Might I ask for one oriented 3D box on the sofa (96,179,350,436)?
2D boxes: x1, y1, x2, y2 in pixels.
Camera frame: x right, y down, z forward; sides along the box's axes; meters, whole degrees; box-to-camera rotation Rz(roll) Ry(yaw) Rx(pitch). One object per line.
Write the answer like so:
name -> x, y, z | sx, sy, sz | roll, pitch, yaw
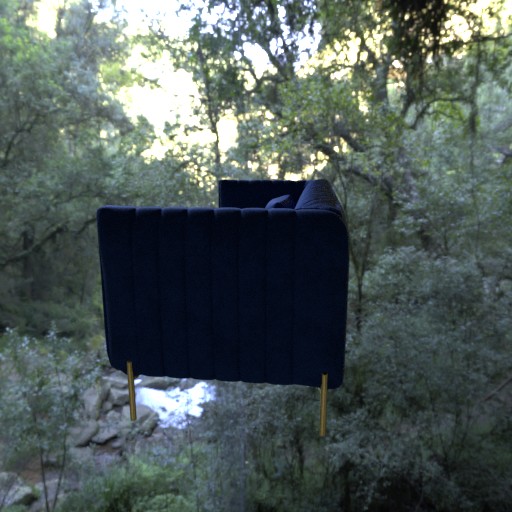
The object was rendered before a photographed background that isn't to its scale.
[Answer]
sofa -> 0.000, 0.000, 2.516 | 0.896, 0.793, 2.136 | 2, 13, 7
